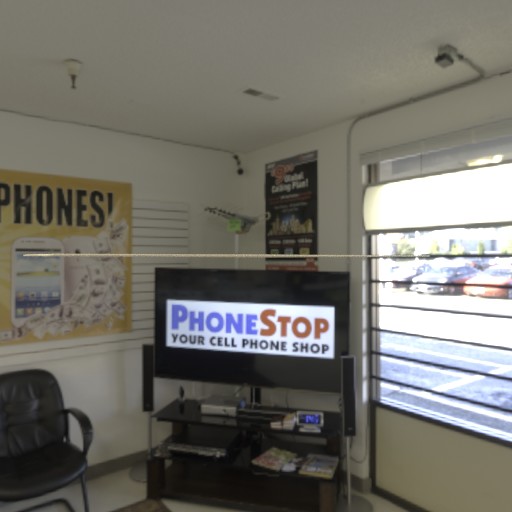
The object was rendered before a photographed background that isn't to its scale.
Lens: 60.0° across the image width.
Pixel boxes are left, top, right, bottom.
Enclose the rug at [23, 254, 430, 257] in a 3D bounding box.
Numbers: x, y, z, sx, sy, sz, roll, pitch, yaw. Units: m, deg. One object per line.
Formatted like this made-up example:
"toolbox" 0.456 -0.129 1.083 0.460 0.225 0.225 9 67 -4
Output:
"rug" 0.000 0.000 2.708 2.442 0.016 0.770 0 0 -35
